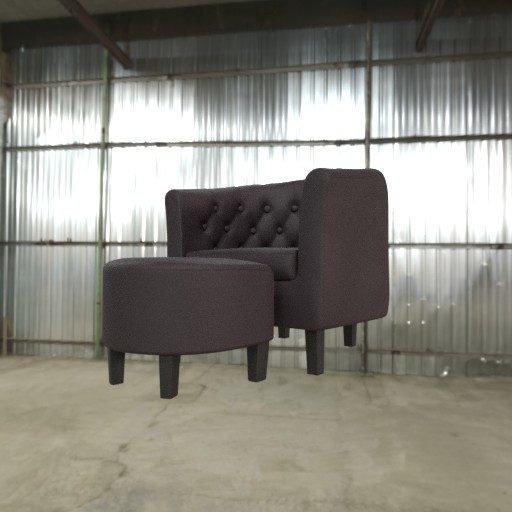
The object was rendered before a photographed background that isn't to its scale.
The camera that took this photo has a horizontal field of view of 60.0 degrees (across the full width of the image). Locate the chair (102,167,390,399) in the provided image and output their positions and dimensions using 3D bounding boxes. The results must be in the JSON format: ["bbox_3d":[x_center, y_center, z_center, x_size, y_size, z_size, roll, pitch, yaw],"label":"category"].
[{"bbox_3d":[0.000,0.000,1.638,0.763,0.760,1.191,-1,-1,37],"label":"chair"}]
